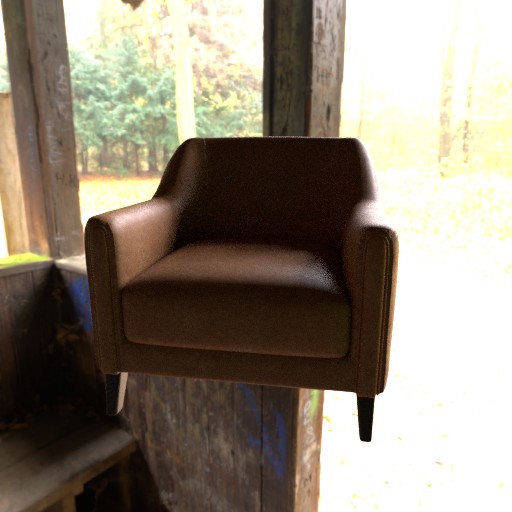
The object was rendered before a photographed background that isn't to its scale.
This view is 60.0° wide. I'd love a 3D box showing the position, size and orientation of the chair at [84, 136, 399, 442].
[{"bbox_3d":[0.000,0.000,1.857,1.037,0.980,1.034,2,14,9],"label":"chair"}]
